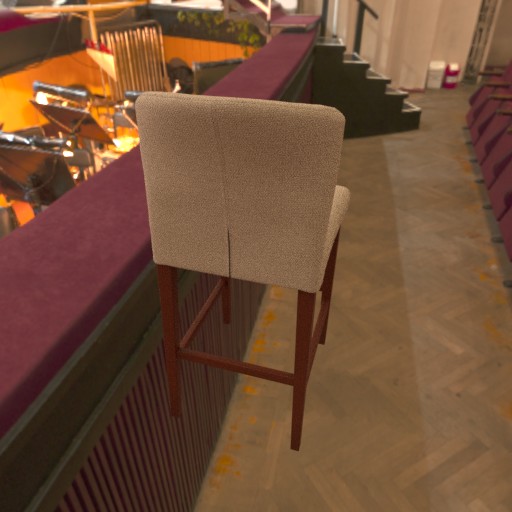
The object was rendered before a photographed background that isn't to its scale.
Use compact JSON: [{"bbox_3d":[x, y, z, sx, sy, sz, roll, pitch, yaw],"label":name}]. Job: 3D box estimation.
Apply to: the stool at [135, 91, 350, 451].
[{"bbox_3d":[0.000,0.000,1.357,0.481,1.069,0.568,10,35,14],"label":"stool"}]
